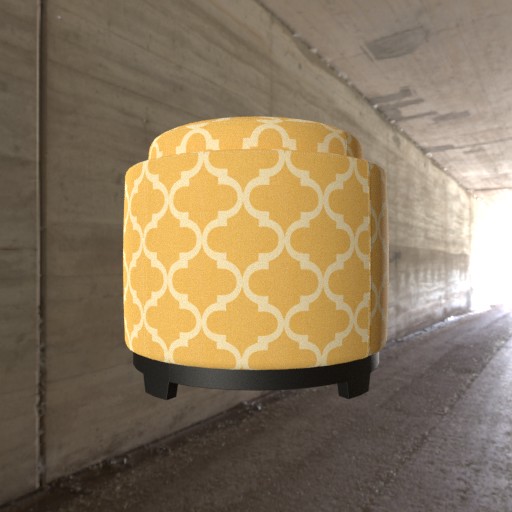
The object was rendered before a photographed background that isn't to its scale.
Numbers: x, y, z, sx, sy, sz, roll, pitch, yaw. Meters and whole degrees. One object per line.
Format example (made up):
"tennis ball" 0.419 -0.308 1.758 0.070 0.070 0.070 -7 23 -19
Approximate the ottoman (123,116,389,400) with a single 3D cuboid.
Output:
"ottoman" 0.000 0.000 0.836 0.480 0.429 0.480 0 0 0
